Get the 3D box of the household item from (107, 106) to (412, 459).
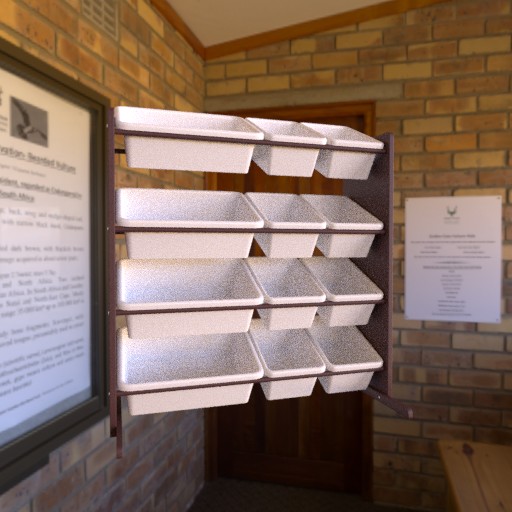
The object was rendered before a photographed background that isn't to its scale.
[{"bbox_3d":[0.000,0.000,1.245,0.787,0.864,0.389,0,1,-17],"label":"household item"}]
